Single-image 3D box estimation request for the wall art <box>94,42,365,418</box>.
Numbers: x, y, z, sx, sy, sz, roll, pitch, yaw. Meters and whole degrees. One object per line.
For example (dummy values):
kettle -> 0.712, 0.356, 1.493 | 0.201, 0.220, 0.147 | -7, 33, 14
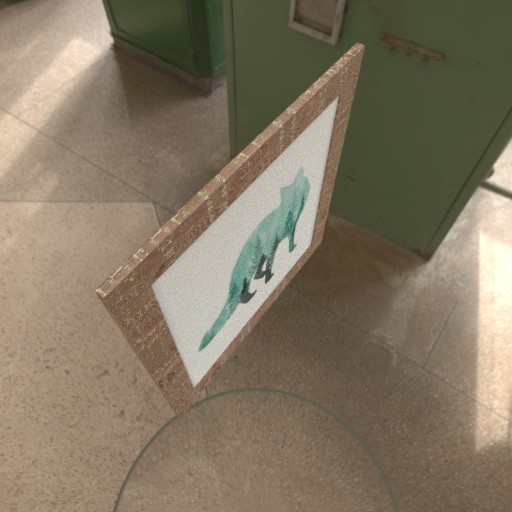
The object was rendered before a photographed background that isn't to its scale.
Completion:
wall art -> 0.000, 0.000, 0.566 | 0.012, 0.384, 0.384 | 32, 63, 19
